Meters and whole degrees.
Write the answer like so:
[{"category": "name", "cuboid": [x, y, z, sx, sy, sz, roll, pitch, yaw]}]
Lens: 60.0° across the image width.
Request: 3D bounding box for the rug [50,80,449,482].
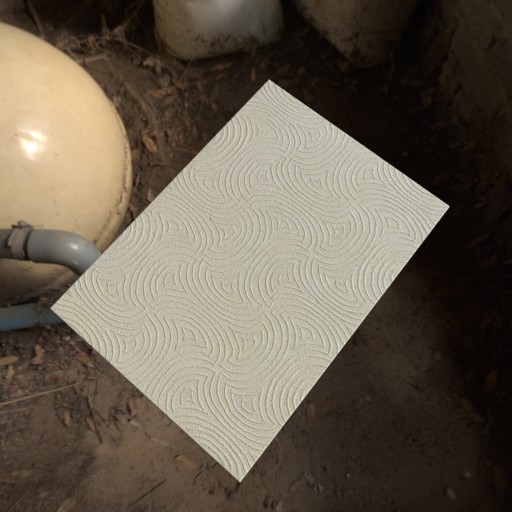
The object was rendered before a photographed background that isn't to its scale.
[{"category": "rug", "cuboid": [0.000, 0.000, 2.814, 1.526, 0.015, 2.132, 38, 78, 10]}]
